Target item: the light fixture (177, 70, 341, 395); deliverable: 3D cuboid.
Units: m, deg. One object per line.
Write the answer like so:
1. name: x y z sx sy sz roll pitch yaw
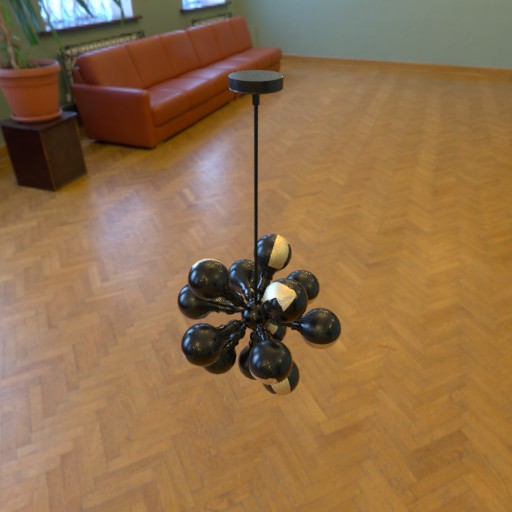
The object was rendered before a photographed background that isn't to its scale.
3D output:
1. light fixture: 0.000 0.000 1.118 0.468 0.859 0.420 11 34 16
